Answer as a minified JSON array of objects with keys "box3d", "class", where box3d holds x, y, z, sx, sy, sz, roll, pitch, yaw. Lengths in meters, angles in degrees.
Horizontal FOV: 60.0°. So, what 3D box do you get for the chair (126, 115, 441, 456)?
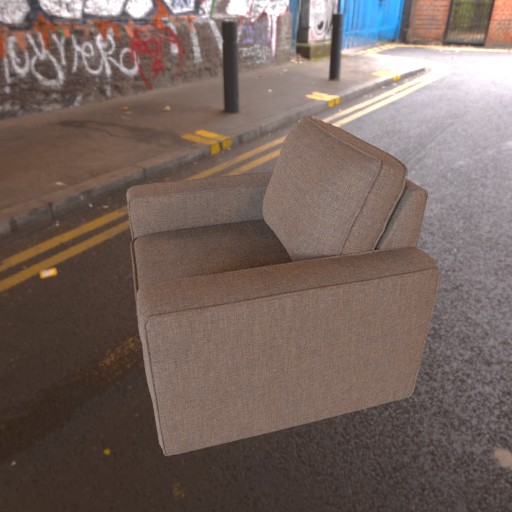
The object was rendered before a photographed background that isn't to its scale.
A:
[{"box3d":[0.000,0.000,1.731,0.940,0.914,1.016,-8,31,-14],"class":"chair"}]
